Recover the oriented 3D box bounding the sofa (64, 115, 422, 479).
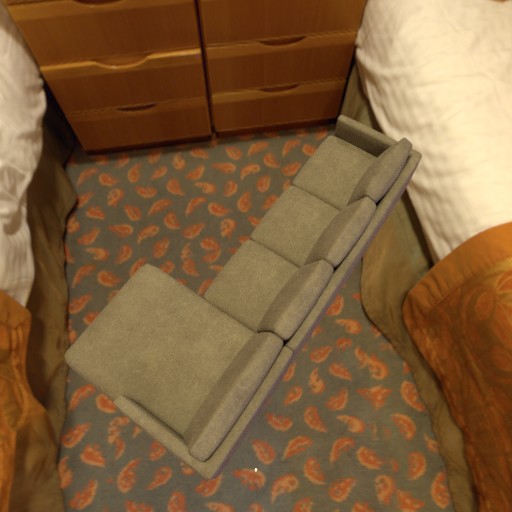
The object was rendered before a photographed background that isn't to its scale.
[{"bbox_3d":[0.000,0.000,4.100,1.604,0.950,3.471,32,68,14],"label":"sofa"}]
